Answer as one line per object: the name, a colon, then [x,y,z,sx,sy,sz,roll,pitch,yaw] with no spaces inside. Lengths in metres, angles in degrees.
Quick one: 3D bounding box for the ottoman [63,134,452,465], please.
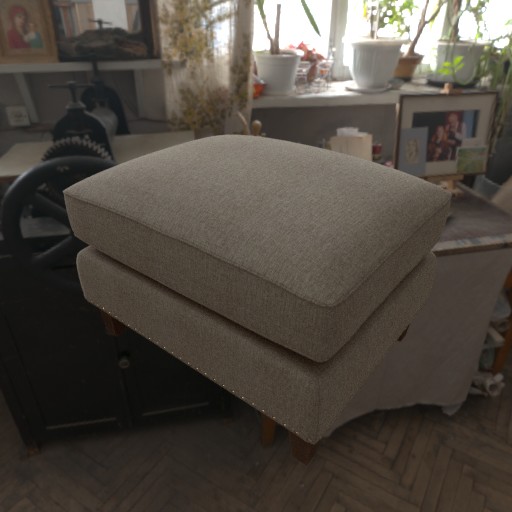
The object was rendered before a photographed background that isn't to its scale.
ottoman: [0.000,0.000,1.126,0.741,0.513,0.584,22,37,32]
